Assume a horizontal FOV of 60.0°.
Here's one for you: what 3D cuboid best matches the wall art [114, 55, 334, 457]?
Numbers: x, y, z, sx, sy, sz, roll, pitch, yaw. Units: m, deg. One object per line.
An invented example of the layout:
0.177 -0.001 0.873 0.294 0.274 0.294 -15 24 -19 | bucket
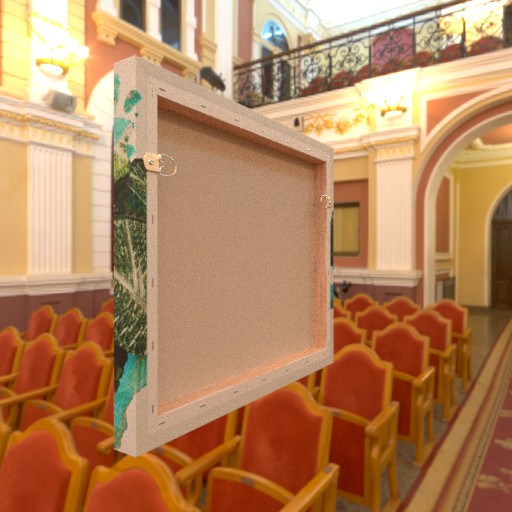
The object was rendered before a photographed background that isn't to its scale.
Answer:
0.000 0.000 0.696 0.041 0.435 0.507 0 0 34 | wall art
